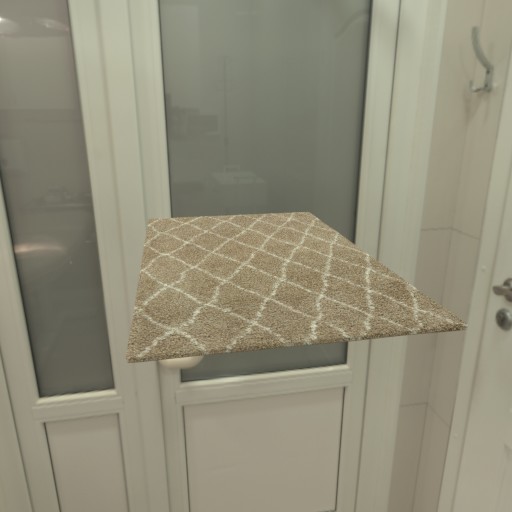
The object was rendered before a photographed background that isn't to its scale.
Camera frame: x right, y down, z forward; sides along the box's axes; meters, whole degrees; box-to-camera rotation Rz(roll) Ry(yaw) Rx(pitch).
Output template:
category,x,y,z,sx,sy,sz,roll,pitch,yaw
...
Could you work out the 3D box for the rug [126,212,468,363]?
category,x,y,z,sx,sy,sz,roll,pitch,yaw
rug,0.000,0.000,3.030,1.524,0.030,2.438,-3,18,-10
